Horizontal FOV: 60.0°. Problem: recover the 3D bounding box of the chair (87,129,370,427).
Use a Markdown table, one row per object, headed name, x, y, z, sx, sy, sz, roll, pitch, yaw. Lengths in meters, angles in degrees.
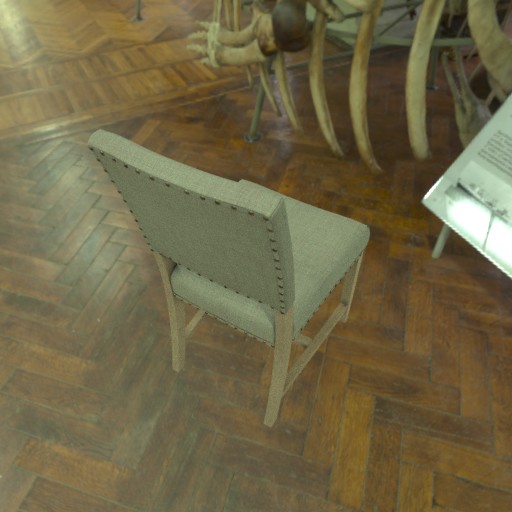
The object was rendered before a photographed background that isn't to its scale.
| name | x | y | z | sx | sy | sz | roll | pitch | yaw |
| --- | --- | --- | --- | --- | --- | --- | --- | --- | --- |
| chair | 0.000 | 0.000 | 1.334 | 0.508 | 0.986 | 0.622 | 24 | 51 | 21 |
